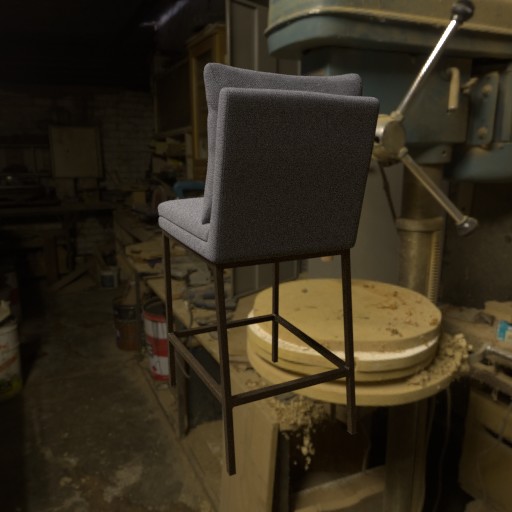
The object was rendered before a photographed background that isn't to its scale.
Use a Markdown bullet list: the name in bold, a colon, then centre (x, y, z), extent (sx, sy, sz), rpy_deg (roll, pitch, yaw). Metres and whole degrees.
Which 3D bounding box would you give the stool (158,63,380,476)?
- **stool**: centre (0.000, 0.000, 1.368), extent (0.463, 1.031, 0.569), rpy_deg (-6, 15, -25)
